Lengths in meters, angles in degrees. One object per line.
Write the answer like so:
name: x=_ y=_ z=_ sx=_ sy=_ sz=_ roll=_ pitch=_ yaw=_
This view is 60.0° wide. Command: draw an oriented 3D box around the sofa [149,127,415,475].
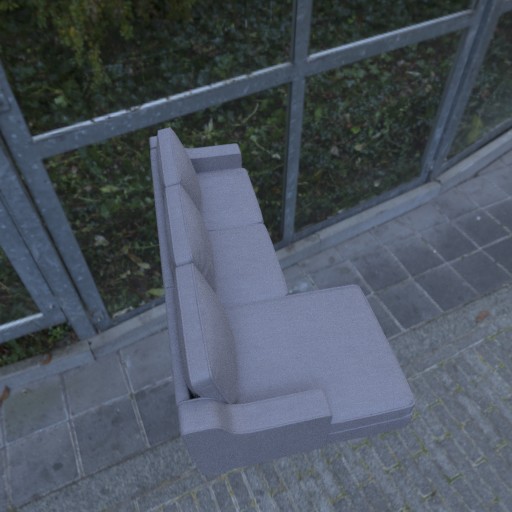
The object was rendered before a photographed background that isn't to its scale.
sofa: x=0.000 y=0.000 z=3.171 sx=1.294 sy=0.928 sz=2.561 roll=-9 pitch=47 yaw=-9
